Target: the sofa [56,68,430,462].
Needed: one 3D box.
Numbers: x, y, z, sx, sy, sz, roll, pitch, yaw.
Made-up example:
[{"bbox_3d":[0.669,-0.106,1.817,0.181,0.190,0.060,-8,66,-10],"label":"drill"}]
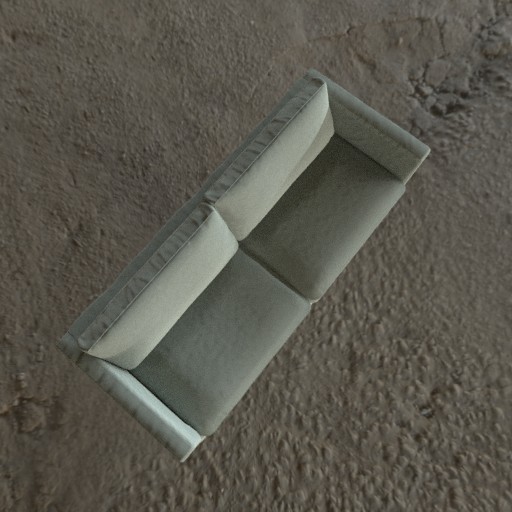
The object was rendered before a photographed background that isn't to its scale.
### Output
[{"bbox_3d":[0.000,0.000,2.812,0.962,0.853,2.312,38,78,10],"label":"sofa"}]
